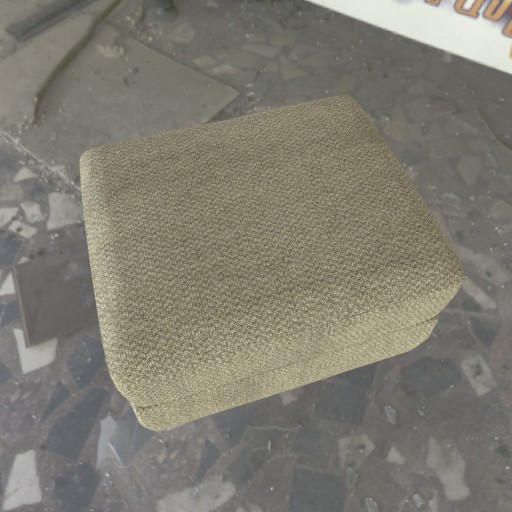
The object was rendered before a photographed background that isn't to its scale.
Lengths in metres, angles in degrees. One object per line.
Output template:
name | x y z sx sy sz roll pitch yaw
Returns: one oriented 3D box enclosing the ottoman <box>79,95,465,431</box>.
ottoman | 0.000 0.000 1.115 0.751 0.476 0.603 -15 60 -9
